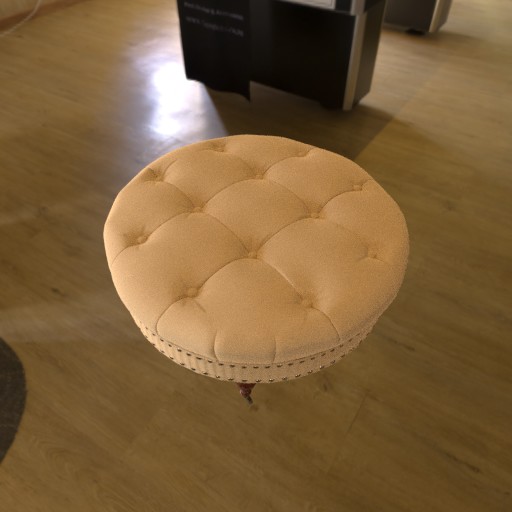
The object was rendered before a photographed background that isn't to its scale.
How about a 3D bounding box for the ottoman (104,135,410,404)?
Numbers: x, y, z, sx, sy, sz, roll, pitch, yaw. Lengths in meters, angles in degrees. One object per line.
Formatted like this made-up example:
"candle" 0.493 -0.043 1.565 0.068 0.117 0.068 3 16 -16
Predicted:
"ottoman" 0.000 0.000 1.432 0.901 0.439 0.901 0 47 0
